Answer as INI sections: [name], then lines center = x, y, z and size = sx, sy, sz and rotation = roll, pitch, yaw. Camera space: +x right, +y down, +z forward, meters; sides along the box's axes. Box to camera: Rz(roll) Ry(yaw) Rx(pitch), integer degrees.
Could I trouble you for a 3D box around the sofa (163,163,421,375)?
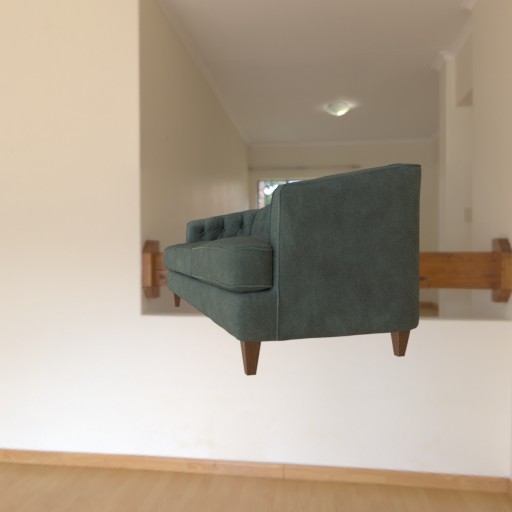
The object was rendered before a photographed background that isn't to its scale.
[sofa]
center = 0.000, 0.000, 2.754
size = 0.941, 0.855, 2.278
rotation = 0, 1, -17
